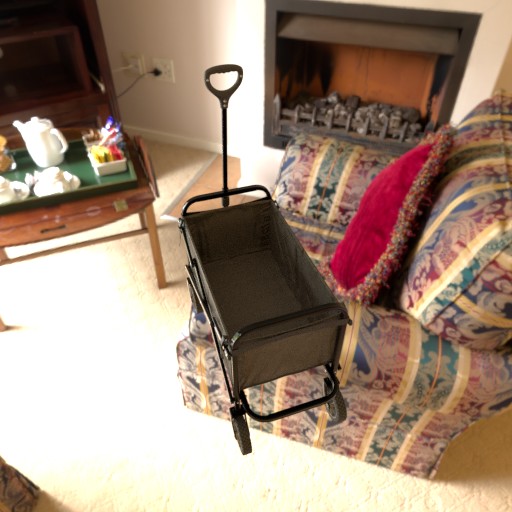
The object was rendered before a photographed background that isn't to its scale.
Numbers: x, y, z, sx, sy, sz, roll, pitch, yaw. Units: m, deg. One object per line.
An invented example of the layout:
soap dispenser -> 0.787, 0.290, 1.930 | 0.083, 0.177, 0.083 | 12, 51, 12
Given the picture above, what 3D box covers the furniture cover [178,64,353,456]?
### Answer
furniture cover -> 0.000, 0.000, 1.831 | 0.532, 1.295, 1.038 | -13, 44, -14
